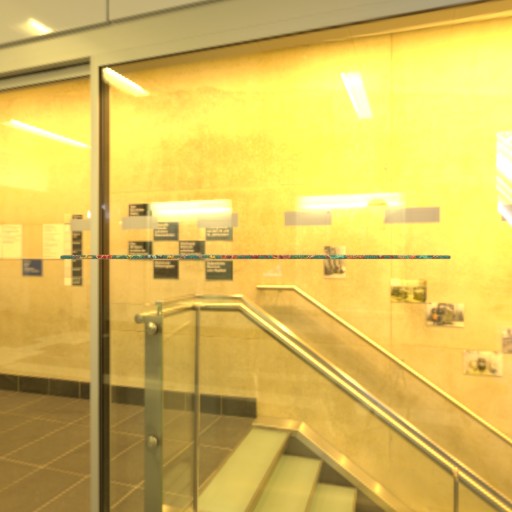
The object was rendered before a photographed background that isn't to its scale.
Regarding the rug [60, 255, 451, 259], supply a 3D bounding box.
[{"bbox_3d":[0.000,0.000,2.867,1.527,0.016,2.290,0,0,0],"label":"rug"}]
